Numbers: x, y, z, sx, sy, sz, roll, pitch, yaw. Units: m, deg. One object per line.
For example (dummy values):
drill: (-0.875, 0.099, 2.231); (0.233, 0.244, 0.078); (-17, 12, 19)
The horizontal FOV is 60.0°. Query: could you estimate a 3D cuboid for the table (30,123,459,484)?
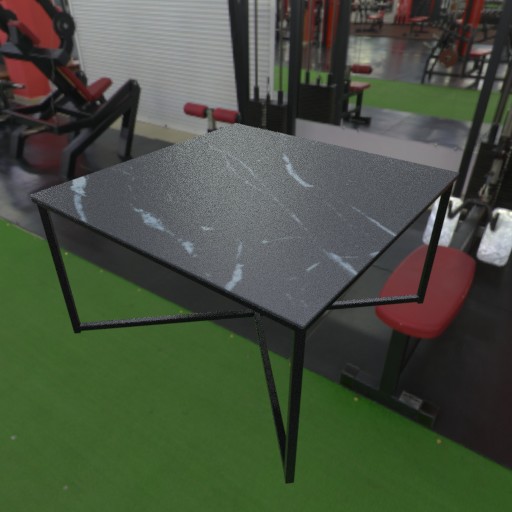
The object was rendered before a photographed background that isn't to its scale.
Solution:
table: (0.000, 0.000, 1.278); (0.800, 0.450, 0.800); (22, 38, 31)
